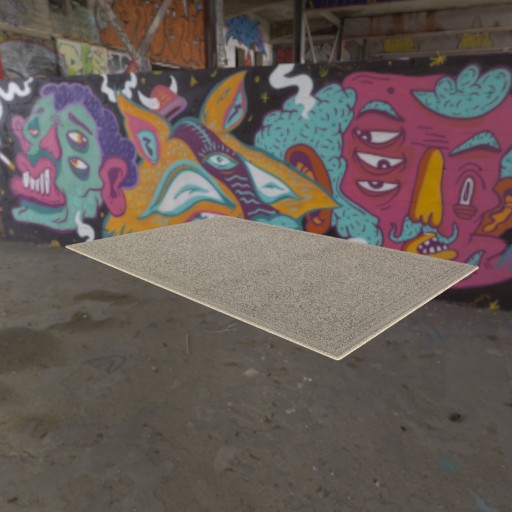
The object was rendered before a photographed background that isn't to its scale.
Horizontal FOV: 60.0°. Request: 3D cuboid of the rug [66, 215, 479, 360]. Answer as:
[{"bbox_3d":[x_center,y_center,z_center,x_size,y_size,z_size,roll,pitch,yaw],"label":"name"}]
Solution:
[{"bbox_3d":[0.000,0.000,2.329,1.829,0.010,1.219,15,22,41],"label":"rug"}]
